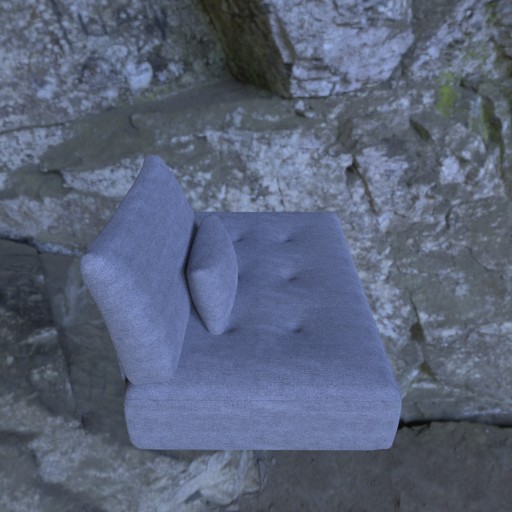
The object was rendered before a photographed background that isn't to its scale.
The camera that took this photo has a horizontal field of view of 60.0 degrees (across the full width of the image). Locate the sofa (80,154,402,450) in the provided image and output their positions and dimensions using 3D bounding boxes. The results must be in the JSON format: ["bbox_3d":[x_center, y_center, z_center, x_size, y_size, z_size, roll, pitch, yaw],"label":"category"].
[{"bbox_3d":[0.000,0.000,2.006,1.002,0.820,1.450,0,31,0],"label":"sofa"}]
